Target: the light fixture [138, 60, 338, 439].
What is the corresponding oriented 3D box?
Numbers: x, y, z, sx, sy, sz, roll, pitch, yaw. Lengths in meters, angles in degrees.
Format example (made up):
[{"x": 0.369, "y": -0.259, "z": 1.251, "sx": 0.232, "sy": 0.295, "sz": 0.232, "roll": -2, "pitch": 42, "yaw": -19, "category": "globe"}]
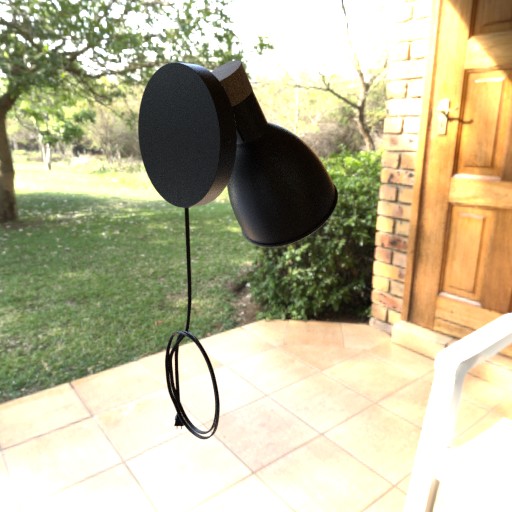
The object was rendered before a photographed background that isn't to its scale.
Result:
[{"x": 0.000, "y": 0.000, "z": 0.499, "sx": 0.203, "sy": 0.401, "sz": 0.127, "roll": -15, "pitch": 21, "yaw": -42, "category": "light fixture"}]
